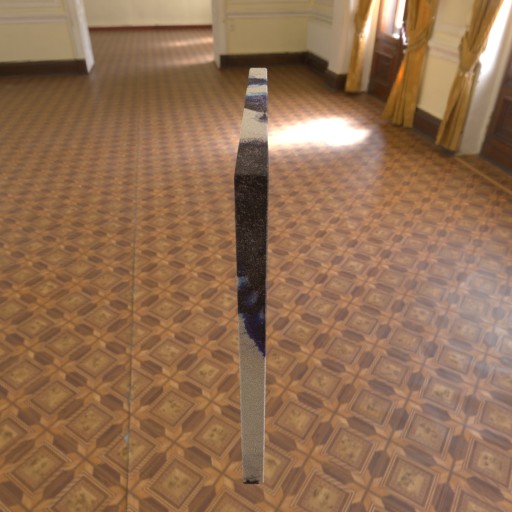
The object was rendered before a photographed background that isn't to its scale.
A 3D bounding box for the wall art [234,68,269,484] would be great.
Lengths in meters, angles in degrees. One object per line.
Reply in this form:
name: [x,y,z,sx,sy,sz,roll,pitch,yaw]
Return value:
wall art: [0.000,0.000,0.904,0.039,0.609,0.609,1,33,1]
